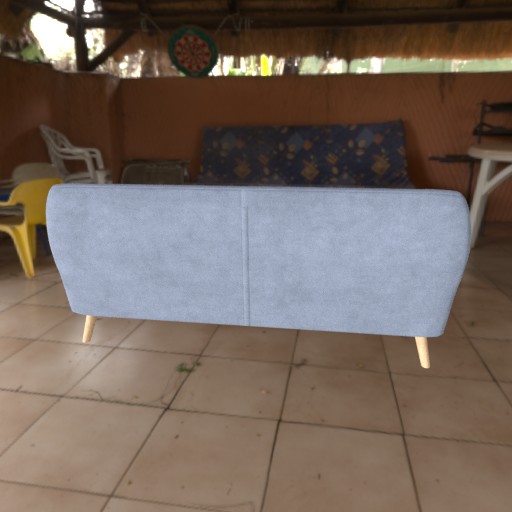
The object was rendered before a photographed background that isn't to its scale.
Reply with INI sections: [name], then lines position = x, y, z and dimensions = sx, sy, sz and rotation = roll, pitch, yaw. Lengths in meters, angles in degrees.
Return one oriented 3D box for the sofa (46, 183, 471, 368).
[sofa]
position = 0.000, 0.000, 2.391
dimensions = 1.970, 0.830, 0.830
rotation = 2, 15, 9
